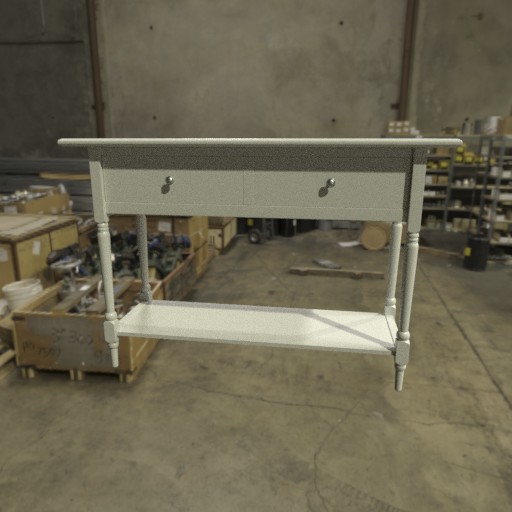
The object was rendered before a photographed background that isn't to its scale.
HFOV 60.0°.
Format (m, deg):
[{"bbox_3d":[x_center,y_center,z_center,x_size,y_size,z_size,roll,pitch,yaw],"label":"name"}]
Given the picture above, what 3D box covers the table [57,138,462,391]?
[{"bbox_3d":[0.000,0.000,1.579,1.197,0.808,0.384,2,15,9],"label":"table"}]
